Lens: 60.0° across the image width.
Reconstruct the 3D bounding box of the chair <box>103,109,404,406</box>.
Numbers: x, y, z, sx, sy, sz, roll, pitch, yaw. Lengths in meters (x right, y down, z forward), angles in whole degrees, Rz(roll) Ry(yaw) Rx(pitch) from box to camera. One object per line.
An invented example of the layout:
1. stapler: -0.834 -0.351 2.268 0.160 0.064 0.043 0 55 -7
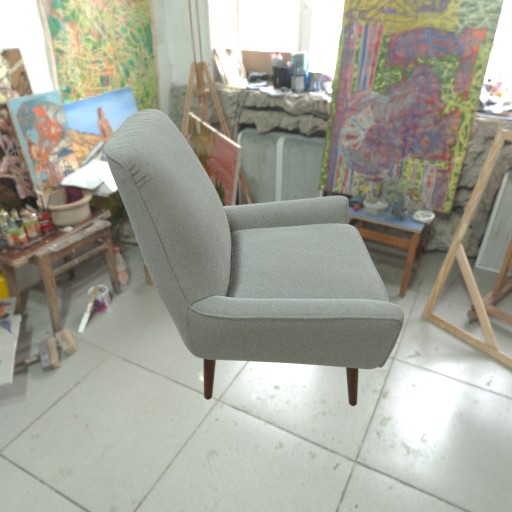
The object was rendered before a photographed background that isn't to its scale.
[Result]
1. chair: 0.000 0.000 1.510 0.822 0.888 0.787 -1 32 -1
